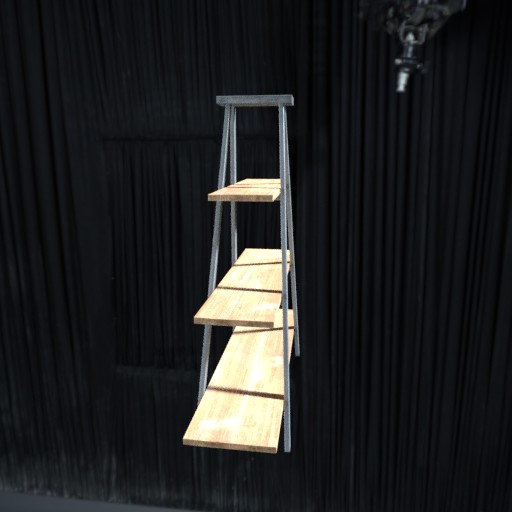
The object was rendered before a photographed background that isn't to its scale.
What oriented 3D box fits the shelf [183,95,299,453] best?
[{"bbox_3d":[0.000,0.000,2.658,0.508,1.808,1.746,2,13,8],"label":"shelf"}]
